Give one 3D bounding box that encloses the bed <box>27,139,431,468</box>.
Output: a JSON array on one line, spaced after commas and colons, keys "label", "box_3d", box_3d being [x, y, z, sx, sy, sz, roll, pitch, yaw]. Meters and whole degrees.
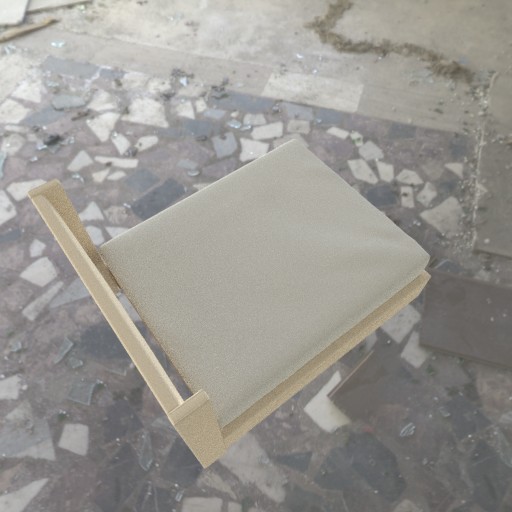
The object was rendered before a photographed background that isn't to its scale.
[{"label": "bed", "box_3d": [0.000, 0.000, 3.384, 2.280, 1.471, 1.765, -33, 63, -19]}]
